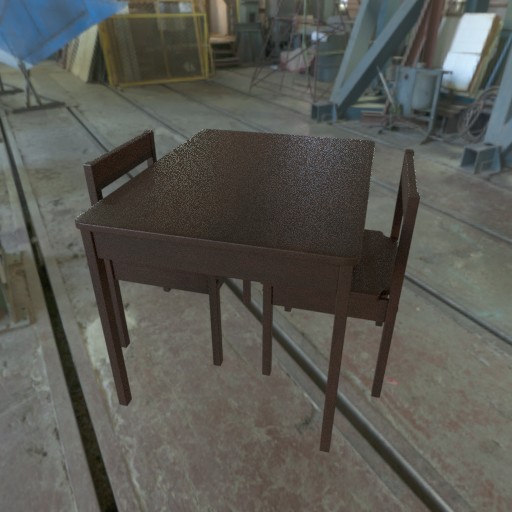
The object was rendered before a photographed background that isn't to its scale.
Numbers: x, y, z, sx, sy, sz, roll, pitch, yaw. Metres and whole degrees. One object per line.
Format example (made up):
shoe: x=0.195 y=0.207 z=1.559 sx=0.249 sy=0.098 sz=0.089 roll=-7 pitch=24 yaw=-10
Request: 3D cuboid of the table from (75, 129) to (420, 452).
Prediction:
table: x=0.000 y=0.000 z=1.092 sx=0.672 sy=0.503 sz=0.650 roll=8 pitch=31 yaw=13
